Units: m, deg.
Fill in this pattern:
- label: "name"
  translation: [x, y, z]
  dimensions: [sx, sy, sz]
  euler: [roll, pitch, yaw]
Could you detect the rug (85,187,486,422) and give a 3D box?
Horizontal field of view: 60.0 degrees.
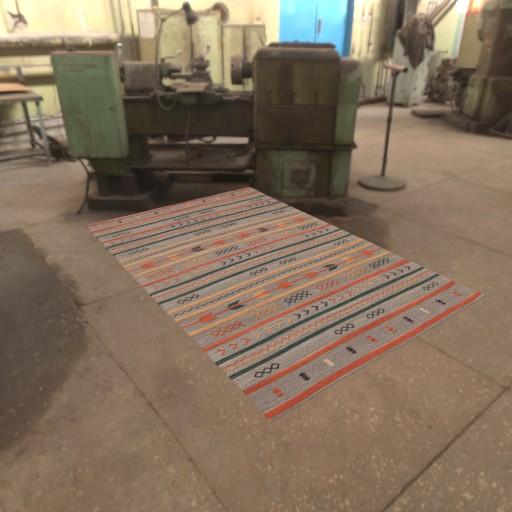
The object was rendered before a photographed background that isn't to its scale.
- label: "rug"
  translation: [0.000, 0.000, 2.326]
  dimensions: [1.220, 0.017, 1.835]
  euler: [-19, 33, -31]
